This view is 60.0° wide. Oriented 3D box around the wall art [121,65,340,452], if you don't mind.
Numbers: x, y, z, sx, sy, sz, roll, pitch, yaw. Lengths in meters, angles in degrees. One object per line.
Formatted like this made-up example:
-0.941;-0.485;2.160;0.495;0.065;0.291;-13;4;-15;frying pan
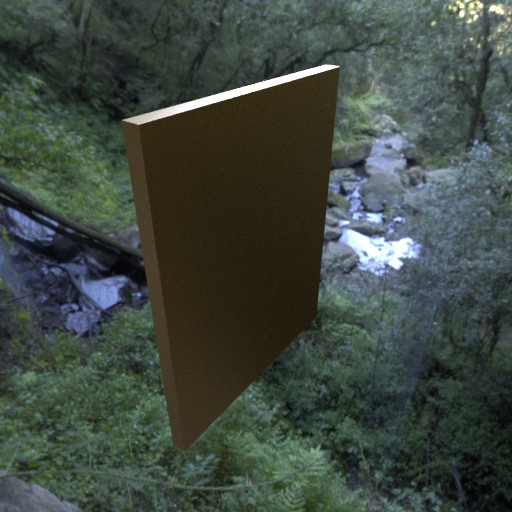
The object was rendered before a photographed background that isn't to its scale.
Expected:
0.000;0.000;1.049;0.038;0.762;0.610;22;38;30;wall art
